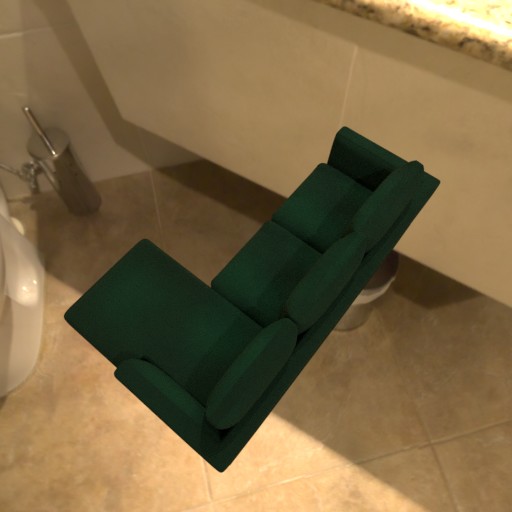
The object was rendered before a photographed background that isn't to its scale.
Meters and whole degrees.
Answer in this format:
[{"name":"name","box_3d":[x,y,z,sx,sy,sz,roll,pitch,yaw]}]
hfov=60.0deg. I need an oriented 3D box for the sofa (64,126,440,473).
[{"name":"sofa","box_3d":[0.000,0.000,3.190,1.489,1.007,2.441,36,69,16]}]
